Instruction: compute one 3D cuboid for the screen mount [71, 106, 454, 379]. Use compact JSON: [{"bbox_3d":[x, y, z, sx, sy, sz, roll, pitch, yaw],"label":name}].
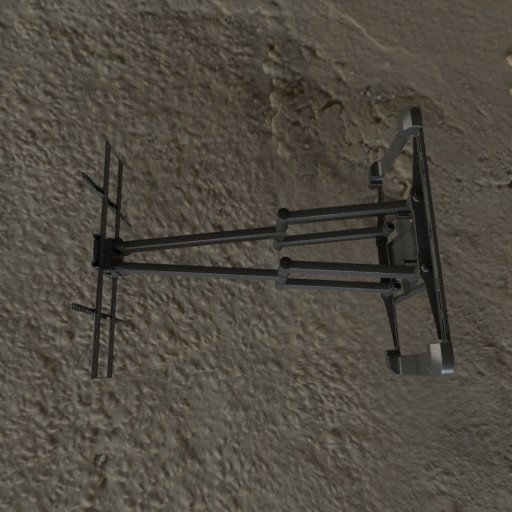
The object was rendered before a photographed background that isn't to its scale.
[{"bbox_3d":[0.000,0.000,1.339,0.905,0.483,0.725,-2,76,0],"label":"screen mount"}]
